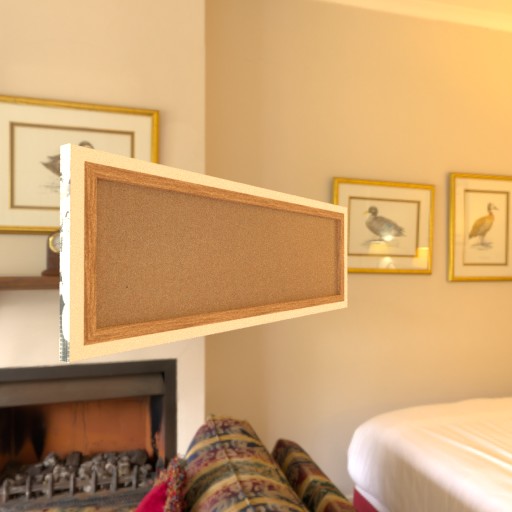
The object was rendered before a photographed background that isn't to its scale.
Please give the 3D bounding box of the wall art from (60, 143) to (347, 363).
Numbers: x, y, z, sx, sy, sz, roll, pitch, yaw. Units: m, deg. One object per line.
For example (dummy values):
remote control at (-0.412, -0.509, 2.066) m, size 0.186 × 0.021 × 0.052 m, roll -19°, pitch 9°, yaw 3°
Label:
wall art at (0.000, 0.000, 1.650) m, size 0.044 × 0.507 × 1.520 m, roll 0°, pitch -1°, yaw 36°
